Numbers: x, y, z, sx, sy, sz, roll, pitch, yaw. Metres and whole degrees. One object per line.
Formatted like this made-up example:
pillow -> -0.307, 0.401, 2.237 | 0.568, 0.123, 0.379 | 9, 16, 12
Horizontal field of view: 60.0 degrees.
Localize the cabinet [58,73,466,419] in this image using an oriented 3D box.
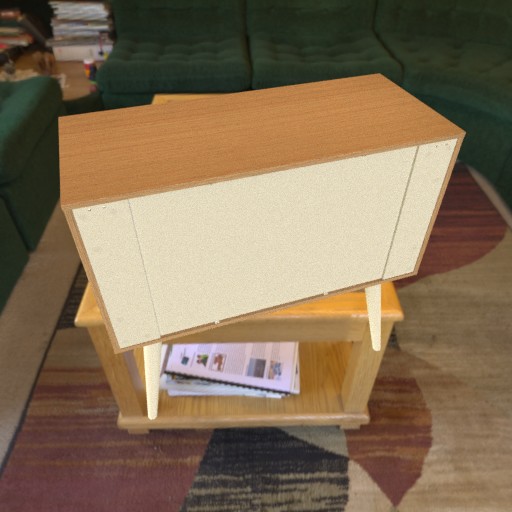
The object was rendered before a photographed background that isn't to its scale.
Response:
cabinet -> 0.000, 0.000, 1.596 | 1.057, 1.016, 0.470 | -13, 44, -14
